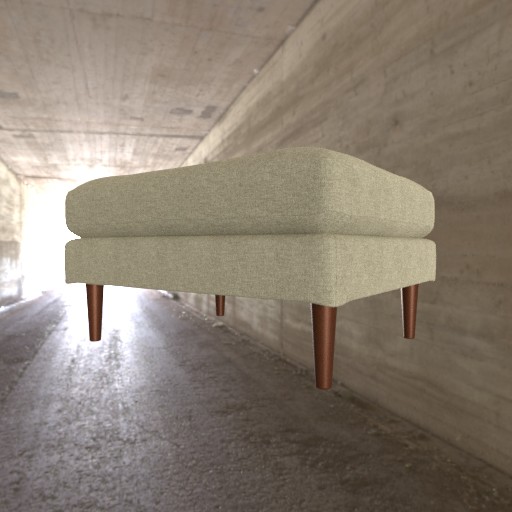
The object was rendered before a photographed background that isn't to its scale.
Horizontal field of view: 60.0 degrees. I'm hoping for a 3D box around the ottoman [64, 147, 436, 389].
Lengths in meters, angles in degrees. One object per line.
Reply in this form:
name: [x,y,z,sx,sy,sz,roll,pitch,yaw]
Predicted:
ottoman: [0.000,0.000,1.254,0.821,0.474,0.693,1,2,35]
